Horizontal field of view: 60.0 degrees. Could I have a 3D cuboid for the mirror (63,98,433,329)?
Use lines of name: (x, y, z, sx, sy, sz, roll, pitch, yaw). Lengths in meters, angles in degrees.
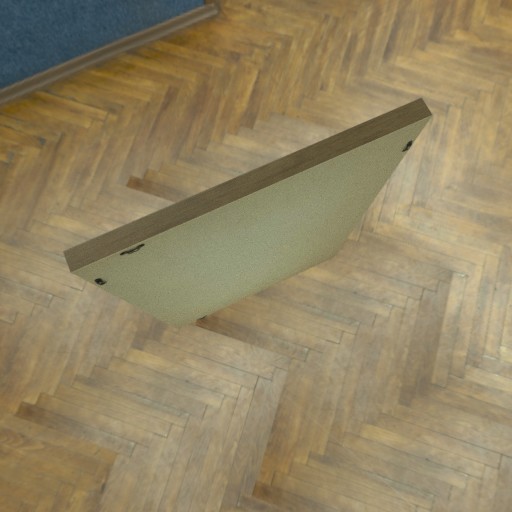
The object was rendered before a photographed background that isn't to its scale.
mirror: (0.000, 0.000, 1.122, 0.609, 0.915, 0.040, -24, 77, -6)
